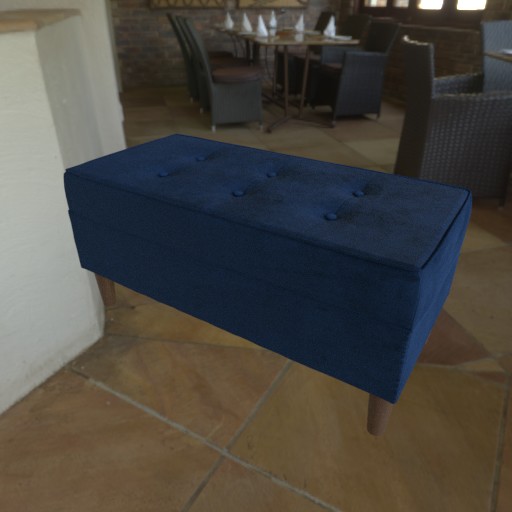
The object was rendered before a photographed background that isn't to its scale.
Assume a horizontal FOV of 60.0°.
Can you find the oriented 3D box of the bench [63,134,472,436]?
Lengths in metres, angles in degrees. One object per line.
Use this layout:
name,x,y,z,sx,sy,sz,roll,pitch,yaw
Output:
bench,0.000,0.000,1.274,1.010,0.467,0.489,18,35,28
